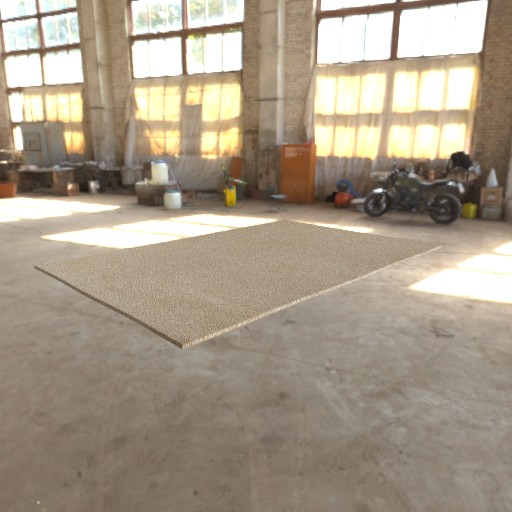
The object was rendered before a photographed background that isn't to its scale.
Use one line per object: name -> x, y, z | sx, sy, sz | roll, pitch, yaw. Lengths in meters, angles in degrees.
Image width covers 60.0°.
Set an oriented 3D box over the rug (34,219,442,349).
rug -> 0.000, 0.000, 3.480 | 2.699, 0.025, 1.800 | -14, 20, -43
